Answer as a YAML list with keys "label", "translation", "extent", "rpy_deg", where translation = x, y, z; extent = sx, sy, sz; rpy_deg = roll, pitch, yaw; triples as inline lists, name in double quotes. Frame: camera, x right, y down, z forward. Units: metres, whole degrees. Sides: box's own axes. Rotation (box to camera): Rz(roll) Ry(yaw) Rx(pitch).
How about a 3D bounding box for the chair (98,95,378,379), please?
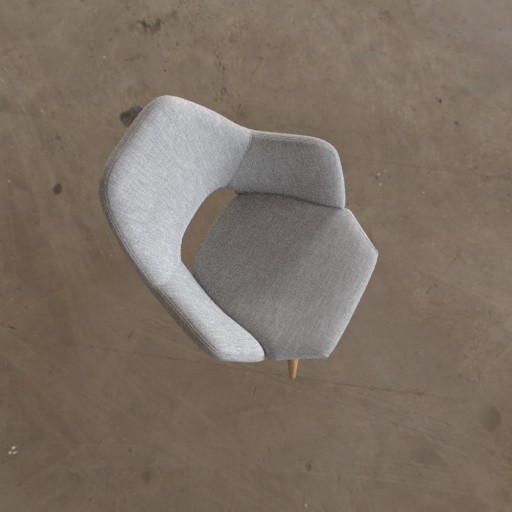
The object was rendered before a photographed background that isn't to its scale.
- label: "chair"
  translation: [0.000, 0.000, 1.247]
  extent: [0.610, 0.840, 0.590]
  rpy_deg: [28, 77, 7]
